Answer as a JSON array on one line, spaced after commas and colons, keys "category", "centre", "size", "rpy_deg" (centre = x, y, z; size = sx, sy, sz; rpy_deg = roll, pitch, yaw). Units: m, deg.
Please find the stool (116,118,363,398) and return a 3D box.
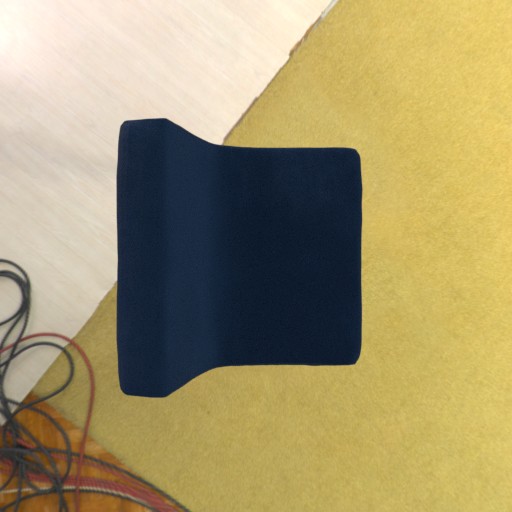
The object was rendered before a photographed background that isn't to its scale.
[{"category": "stool", "centre": [0.000, 0.000, 1.295], "size": [0.500, 1.037, 0.511], "rpy_deg": [0, 91, 1]}]
